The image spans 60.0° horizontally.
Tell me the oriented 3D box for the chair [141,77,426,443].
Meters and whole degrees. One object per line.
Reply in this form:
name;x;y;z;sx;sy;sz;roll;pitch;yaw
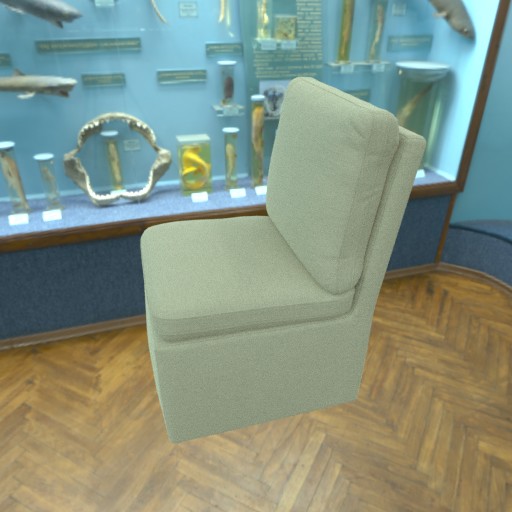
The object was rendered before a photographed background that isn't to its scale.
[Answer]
chair;0.000;0.000;1.331;0.698;0.927;0.503;-8;32;-13
